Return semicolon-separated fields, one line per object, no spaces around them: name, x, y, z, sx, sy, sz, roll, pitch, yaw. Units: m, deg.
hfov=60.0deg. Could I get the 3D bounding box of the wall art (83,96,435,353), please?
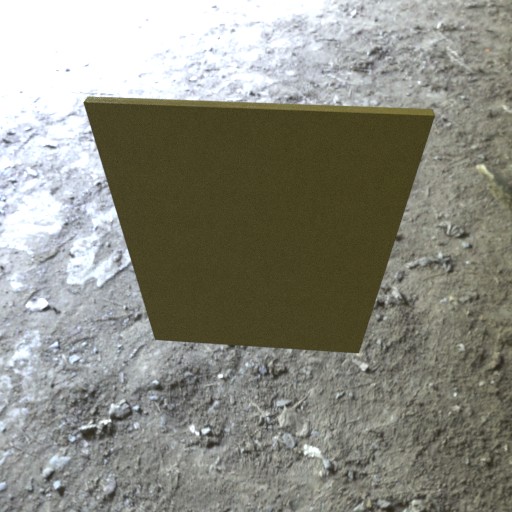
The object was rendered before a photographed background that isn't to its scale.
wall art;0.000;0.000;1.377;0.798;1.002;0.030;3;47;3
